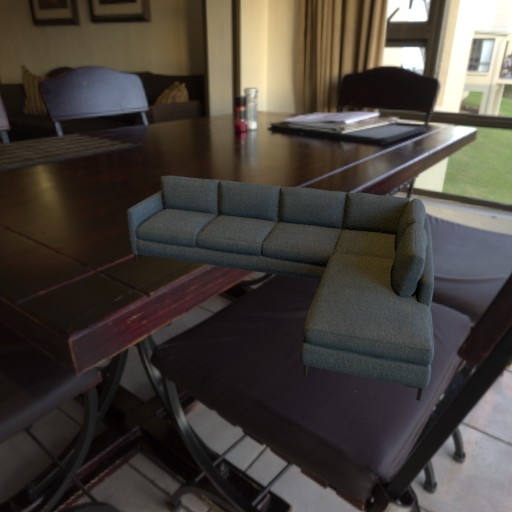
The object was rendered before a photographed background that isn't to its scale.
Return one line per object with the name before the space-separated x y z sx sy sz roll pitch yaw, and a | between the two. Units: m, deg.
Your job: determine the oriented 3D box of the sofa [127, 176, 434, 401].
sofa | 0.000 0.000 3.948 2.949 0.815 2.007 8 26 16
